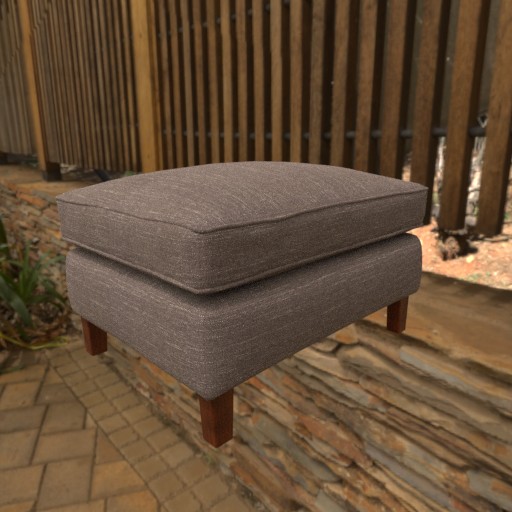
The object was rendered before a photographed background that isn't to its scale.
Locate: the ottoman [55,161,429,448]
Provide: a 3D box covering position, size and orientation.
[{"bbox_3d":[0.000,0.000,0.981,0.686,0.406,0.508,-15,21,-43],"label":"ottoman"}]
